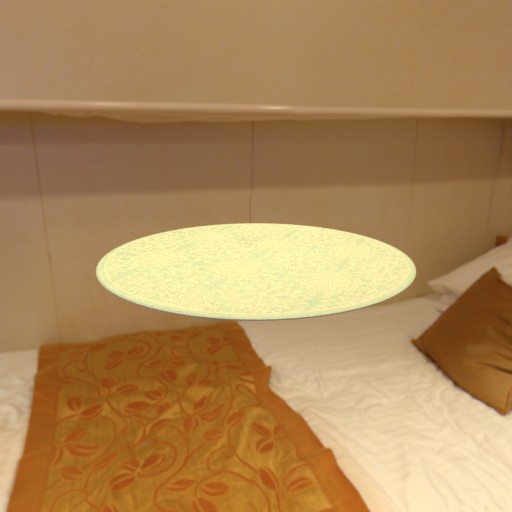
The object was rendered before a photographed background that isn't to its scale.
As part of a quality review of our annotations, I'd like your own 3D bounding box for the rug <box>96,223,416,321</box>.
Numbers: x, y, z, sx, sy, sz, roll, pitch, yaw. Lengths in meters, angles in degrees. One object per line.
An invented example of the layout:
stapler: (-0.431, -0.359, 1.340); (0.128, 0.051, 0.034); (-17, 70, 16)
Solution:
rug: (0.000, 0.000, 2.331); (1.593, 0.012, 1.593); (0, 16, 0)
